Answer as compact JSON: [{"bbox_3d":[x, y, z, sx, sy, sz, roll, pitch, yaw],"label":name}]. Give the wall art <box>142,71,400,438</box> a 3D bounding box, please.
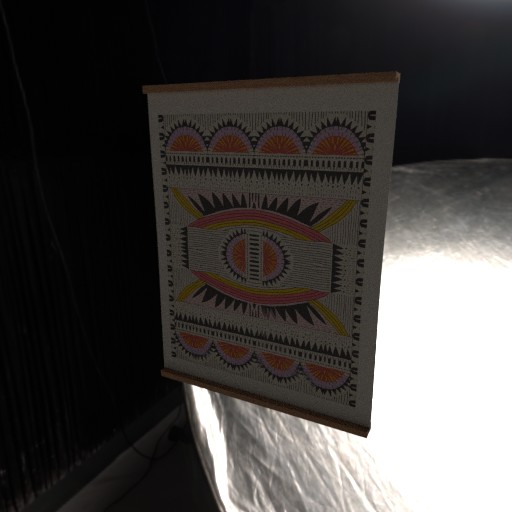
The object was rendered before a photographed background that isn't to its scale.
[{"bbox_3d":[0.000,0.000,0.713,0.403,0.527,0.028,8,18,26],"label":"wall art"}]
